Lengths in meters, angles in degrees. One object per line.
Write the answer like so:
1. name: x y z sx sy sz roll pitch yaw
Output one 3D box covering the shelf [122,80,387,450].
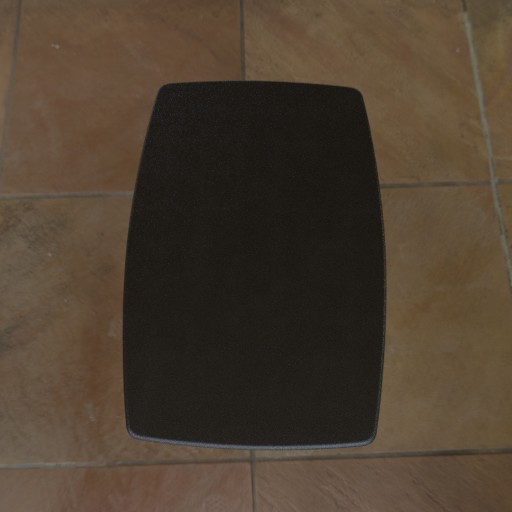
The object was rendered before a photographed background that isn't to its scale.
1. shelf: 0.000 0.000 0.519 0.280 0.100 0.410 1 75 0
